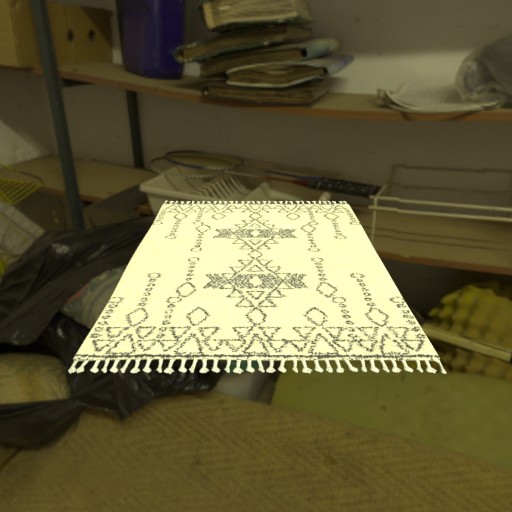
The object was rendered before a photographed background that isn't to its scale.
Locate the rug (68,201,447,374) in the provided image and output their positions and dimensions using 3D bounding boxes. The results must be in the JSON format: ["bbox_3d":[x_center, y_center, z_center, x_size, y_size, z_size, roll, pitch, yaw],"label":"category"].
[{"bbox_3d":[0.000,0.000,3.817,2.125,0.028,3.027,0,25,0],"label":"rug"}]
